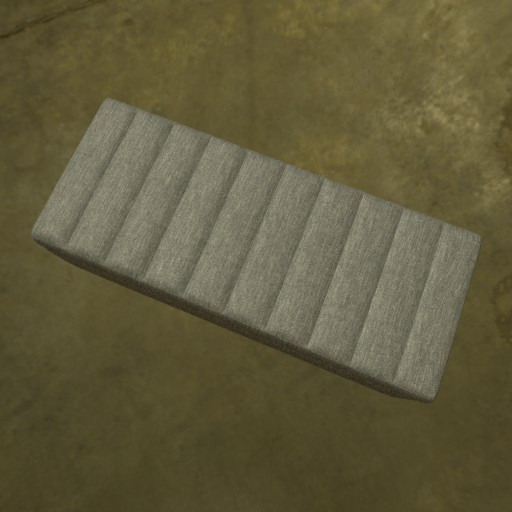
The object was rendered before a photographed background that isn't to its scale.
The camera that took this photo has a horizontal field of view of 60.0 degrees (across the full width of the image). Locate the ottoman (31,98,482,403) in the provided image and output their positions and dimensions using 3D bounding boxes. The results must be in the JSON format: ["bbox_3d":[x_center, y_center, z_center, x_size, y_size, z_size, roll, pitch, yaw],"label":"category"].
[{"bbox_3d":[0.000,0.000,1.391,1.151,0.469,0.482,22,77,5],"label":"ottoman"}]
